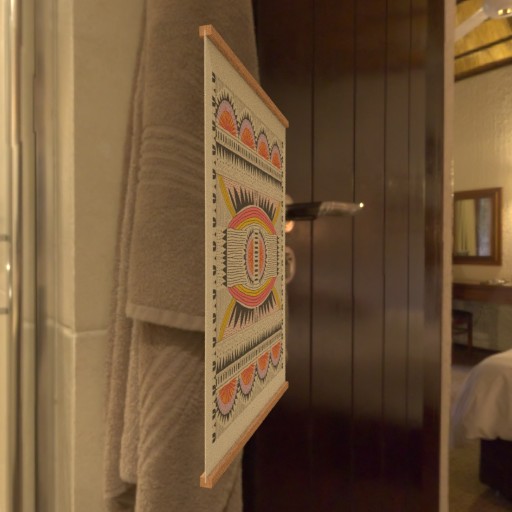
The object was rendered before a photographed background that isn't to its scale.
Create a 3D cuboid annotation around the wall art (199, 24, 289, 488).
[{"bbox_3d":[0.000,0.000,1.337,0.028,1.016,0.765,0,1,17],"label":"wall art"}]
